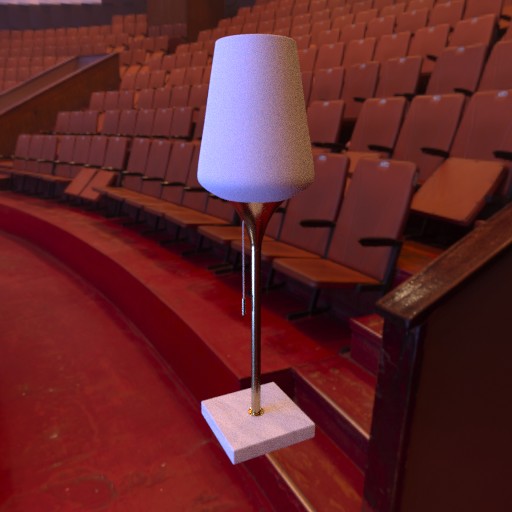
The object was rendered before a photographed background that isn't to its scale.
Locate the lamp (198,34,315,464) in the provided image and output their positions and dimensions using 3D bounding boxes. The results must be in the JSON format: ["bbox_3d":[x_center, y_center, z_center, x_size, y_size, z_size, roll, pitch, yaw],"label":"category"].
[{"bbox_3d":[0.000,0.000,0.724,0.181,0.639,0.181,-7,17,-25],"label":"lamp"}]
